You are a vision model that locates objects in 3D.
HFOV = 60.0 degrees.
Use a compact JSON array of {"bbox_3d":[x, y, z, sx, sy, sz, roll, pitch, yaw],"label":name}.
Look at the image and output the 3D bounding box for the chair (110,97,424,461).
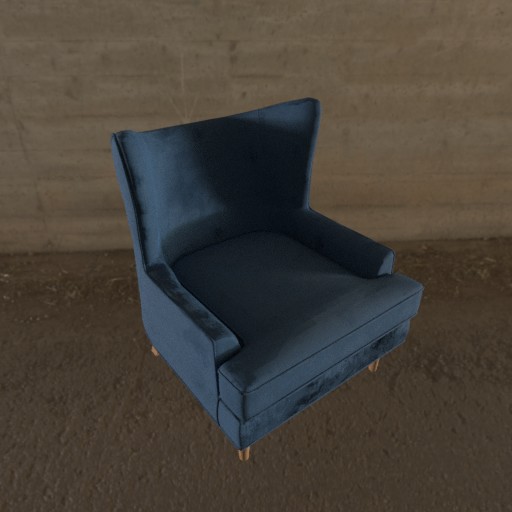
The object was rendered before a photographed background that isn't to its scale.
[{"bbox_3d":[0.000,0.000,1.588,0.793,0.952,0.910,-22,38,-31],"label":"chair"}]
